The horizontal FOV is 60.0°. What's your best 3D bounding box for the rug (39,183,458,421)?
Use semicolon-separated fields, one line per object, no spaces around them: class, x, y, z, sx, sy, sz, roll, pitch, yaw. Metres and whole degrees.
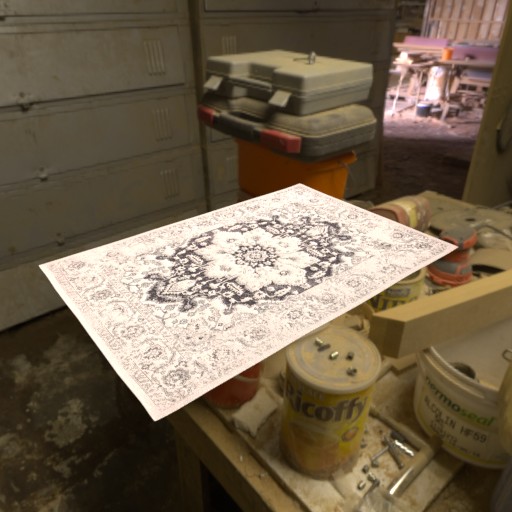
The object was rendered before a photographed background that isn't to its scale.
rug;0.000;0.000;2.291;1.813;0.008;1.223;-22;37;-33
